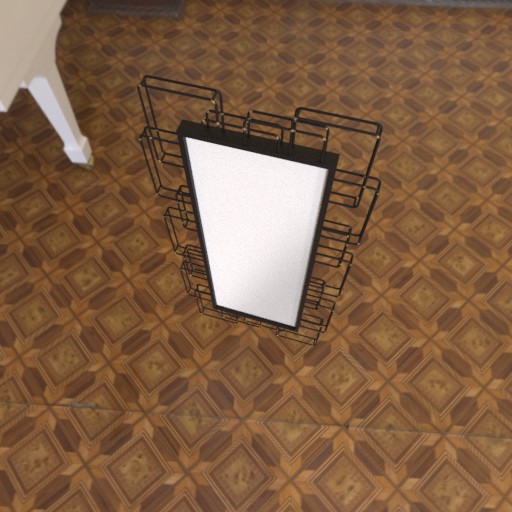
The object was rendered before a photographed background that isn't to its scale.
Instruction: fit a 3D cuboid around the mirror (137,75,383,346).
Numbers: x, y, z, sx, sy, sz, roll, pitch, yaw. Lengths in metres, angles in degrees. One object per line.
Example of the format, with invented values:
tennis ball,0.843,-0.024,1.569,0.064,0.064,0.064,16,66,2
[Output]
mirror,0.000,0.000,1.381,0.565,1.192,0.037,15,61,8
